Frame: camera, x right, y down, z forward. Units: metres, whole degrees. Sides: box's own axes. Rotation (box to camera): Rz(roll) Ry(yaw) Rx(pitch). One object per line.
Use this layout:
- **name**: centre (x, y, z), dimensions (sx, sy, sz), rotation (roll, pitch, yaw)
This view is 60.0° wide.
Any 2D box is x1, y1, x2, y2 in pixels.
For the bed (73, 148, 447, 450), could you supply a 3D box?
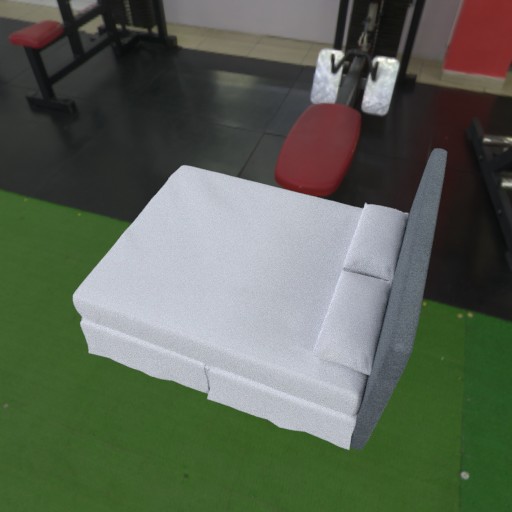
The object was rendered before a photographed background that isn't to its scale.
- **bed**: centre (0.000, 0.000, 3.175), dimensions (2.142, 1.330, 1.713), rotation (16, 50, 14)
